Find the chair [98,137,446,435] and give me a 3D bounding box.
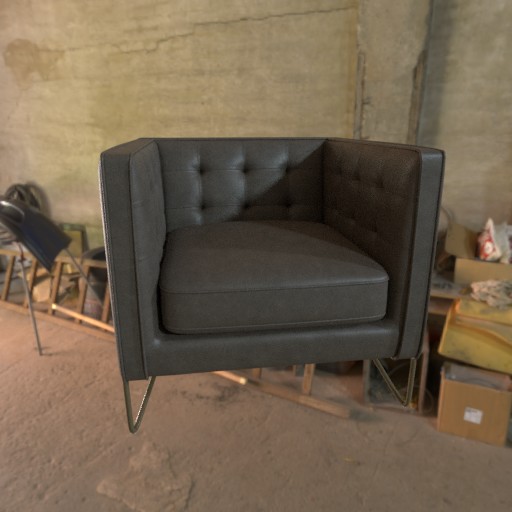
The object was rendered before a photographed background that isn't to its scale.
[{"bbox_3d":[0.000,0.000,1.572,0.880,0.790,0.894,-3,17,-8],"label":"chair"}]
